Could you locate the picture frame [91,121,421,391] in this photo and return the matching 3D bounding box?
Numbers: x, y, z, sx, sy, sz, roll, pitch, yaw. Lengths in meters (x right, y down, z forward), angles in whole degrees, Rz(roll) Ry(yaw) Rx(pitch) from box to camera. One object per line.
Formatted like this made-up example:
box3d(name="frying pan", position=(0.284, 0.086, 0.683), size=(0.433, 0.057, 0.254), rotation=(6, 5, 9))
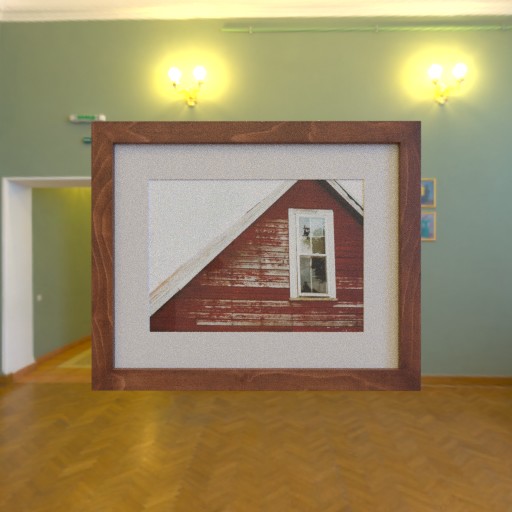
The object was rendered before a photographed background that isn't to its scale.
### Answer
box3d(name="picture frame", position=(0.000, 0.000, 0.764), size=(0.559, 0.457, 0.025), rotation=(0, 0, 0))
